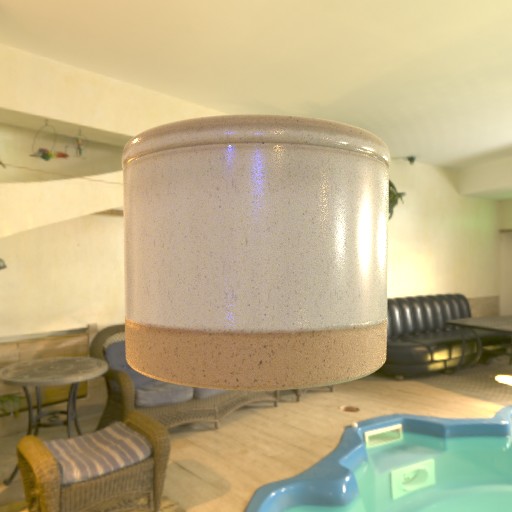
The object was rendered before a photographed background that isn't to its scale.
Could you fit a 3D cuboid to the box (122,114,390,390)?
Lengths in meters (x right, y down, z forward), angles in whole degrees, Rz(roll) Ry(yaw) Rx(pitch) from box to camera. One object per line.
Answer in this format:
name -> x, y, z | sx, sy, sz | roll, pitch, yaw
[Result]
box -> 0.000, 0.000, 0.265 | 0.154, 0.123, 0.154 | 0, -1, 0
